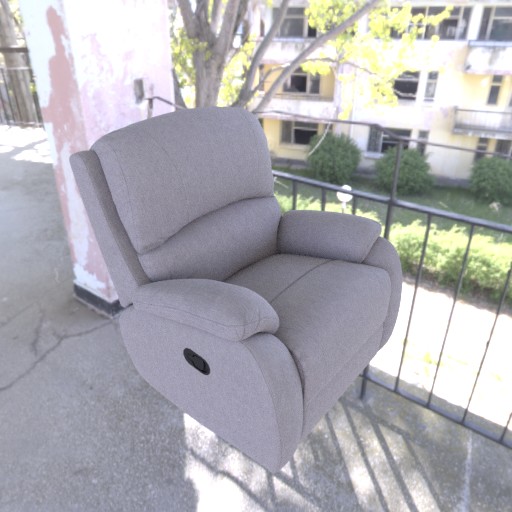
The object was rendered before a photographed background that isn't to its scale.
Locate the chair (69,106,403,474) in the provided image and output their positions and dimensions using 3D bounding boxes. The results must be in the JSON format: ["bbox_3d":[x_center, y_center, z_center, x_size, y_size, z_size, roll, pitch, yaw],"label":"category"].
[{"bbox_3d":[0.000,0.000,1.681,0.899,1.011,0.930,20,33,33],"label":"chair"}]
